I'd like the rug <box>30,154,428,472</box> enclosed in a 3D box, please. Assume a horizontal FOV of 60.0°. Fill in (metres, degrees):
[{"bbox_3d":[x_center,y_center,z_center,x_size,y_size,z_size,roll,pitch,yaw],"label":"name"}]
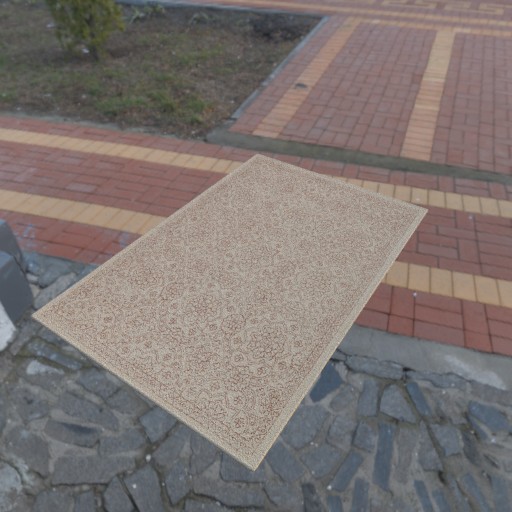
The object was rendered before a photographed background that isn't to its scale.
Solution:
[{"bbox_3d":[0.000,0.000,2.303,1.219,0.010,1.829,24,46,25],"label":"rug"}]
